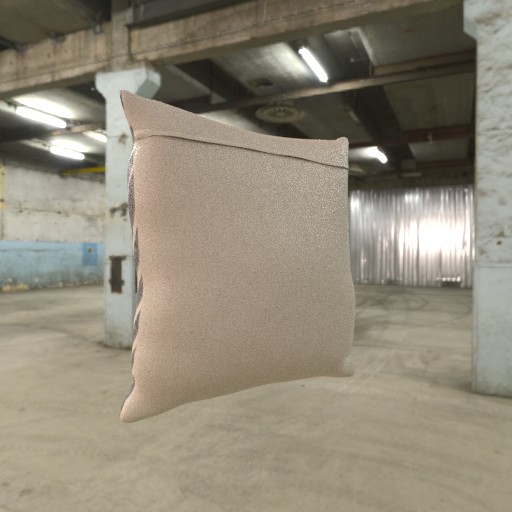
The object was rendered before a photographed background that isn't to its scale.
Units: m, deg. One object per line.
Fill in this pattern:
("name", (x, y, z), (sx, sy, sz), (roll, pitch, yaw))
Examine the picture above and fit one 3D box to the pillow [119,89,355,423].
("pillow", (0.000, 0.000, 0.698), (0.440, 0.441, 0.182), (0, 0, -37))
